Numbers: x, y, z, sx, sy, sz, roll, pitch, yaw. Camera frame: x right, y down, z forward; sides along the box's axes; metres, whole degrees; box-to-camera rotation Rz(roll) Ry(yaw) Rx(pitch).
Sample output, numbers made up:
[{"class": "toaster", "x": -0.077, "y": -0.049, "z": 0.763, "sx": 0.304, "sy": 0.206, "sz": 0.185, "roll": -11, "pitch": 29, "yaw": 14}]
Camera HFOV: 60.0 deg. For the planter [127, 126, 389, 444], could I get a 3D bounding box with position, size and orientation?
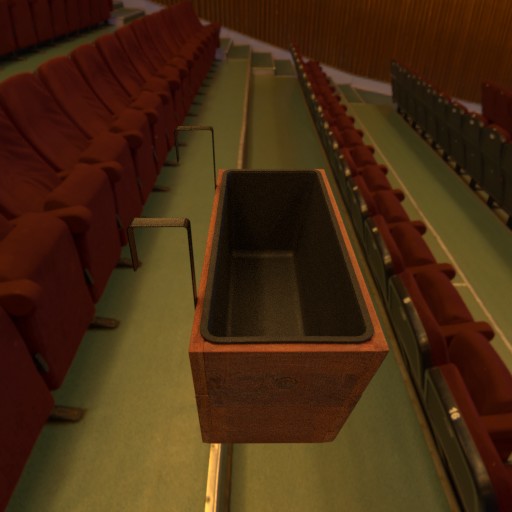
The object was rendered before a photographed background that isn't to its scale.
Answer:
[{"class": "planter", "x": 0.000, "y": 0.000, "z": 0.663, "sx": 0.262, "sy": 0.289, "sz": 0.480, "roll": 0, "pitch": 33, "yaw": 0}]
